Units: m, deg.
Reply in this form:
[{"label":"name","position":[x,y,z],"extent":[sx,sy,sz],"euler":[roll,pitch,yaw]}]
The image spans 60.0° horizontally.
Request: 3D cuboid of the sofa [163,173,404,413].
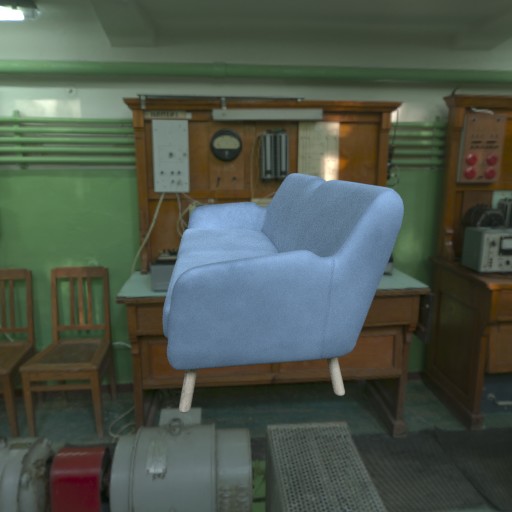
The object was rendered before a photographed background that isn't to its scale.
[{"label":"sofa","position":[0.000,0.000,2.347],"extent":[0.850,0.810,1.870],"euler":[-1,12,-6]}]
